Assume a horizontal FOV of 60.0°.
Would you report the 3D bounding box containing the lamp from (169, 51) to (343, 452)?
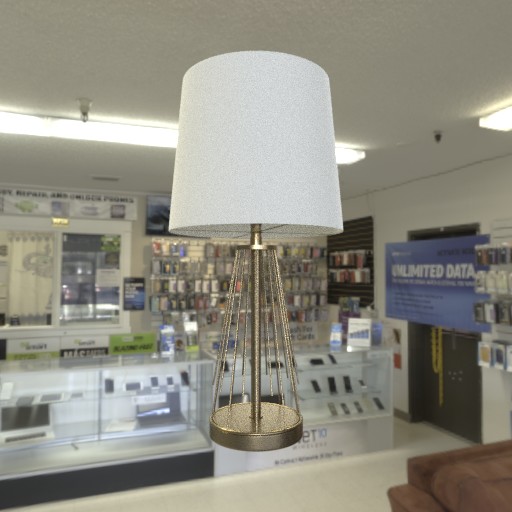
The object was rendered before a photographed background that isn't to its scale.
[{"bbox_3d":[0.000,0.000,0.782,0.303,0.618,0.303,0,-2,0],"label":"lamp"}]
